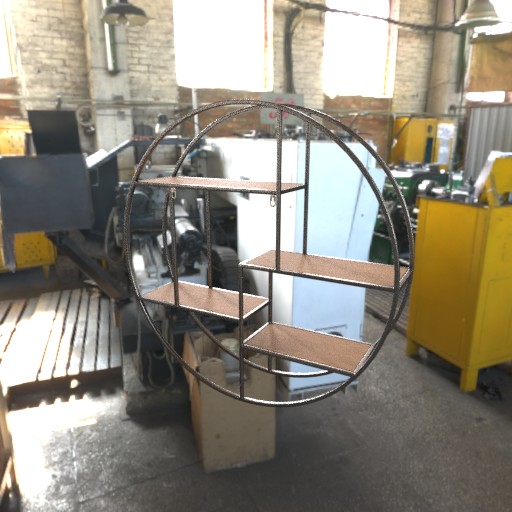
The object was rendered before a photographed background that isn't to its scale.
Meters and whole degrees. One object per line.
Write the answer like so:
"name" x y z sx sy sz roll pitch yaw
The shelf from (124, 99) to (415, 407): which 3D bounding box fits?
"shelf" 0.000 0.000 1.347 0.888 0.888 0.202 8 17 28
